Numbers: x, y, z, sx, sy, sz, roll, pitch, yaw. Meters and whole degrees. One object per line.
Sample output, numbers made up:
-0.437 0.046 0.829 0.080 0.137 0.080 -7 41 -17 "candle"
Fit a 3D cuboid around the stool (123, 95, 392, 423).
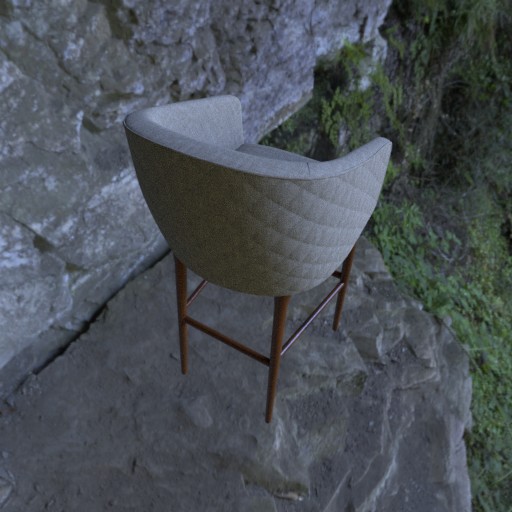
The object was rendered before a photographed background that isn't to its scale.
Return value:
0.000 0.000 1.404 0.559 1.078 0.607 23 49 22 "stool"
